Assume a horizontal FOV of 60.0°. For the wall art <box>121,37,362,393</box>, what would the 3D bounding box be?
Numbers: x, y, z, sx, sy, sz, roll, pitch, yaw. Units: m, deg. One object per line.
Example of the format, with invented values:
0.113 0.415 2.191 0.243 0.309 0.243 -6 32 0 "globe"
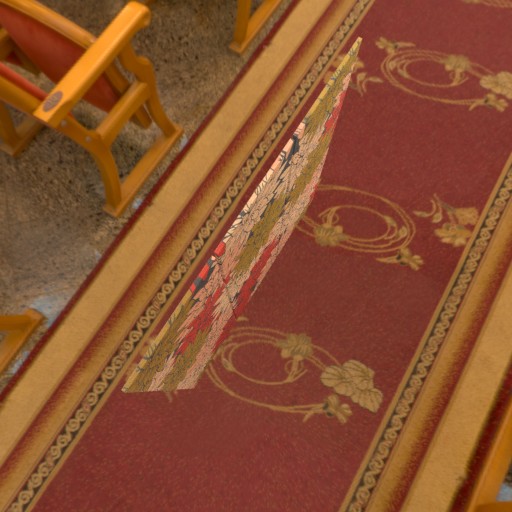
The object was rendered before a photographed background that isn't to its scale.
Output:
0.000 0.000 1.786 0.013 1.218 1.206 31 76 8 "wall art"
